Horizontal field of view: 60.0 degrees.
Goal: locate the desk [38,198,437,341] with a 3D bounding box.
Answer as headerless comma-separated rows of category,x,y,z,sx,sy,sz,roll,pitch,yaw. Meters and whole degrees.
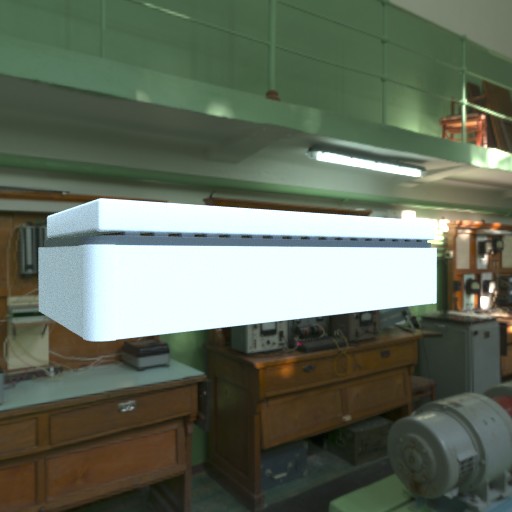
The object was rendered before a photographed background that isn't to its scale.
desk,0.000,0.000,2.288,1.900,0.526,0.900,0,1,-35
